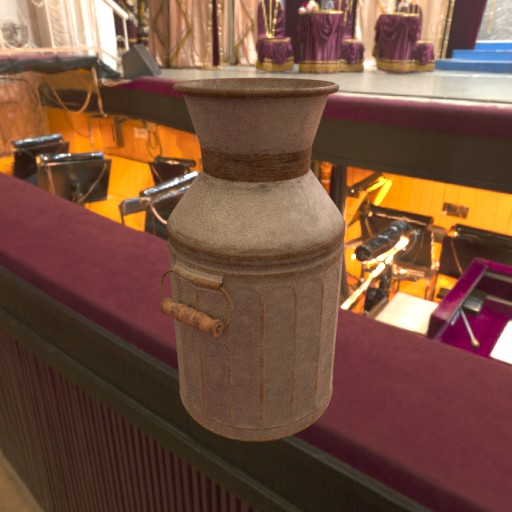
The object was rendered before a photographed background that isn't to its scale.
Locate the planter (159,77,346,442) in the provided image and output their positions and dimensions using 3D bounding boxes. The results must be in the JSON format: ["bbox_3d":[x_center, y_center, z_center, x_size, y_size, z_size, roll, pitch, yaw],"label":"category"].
[{"bbox_3d":[0.000,0.000,0.543,0.214,0.396,0.245,18,30,33],"label":"planter"}]
